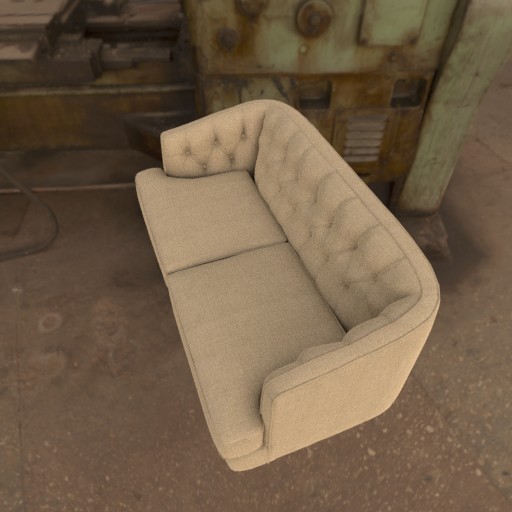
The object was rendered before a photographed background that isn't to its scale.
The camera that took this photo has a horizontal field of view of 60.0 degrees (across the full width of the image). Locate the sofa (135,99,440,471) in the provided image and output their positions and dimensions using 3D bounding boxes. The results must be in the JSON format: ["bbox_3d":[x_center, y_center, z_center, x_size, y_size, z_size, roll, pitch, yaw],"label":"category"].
[{"bbox_3d":[0.000,0.000,2.223,0.941,0.855,1.733,-15,48,-14],"label":"sofa"}]
